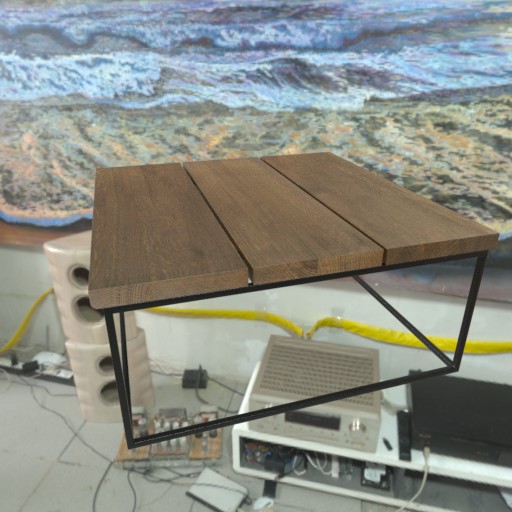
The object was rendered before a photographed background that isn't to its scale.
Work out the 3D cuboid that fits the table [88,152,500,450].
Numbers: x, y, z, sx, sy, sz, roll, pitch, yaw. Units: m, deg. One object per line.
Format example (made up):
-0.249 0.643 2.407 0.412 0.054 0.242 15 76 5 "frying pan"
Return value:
0.000 0.000 1.376 0.900 0.400 0.900 -8 27 -16 "table"
